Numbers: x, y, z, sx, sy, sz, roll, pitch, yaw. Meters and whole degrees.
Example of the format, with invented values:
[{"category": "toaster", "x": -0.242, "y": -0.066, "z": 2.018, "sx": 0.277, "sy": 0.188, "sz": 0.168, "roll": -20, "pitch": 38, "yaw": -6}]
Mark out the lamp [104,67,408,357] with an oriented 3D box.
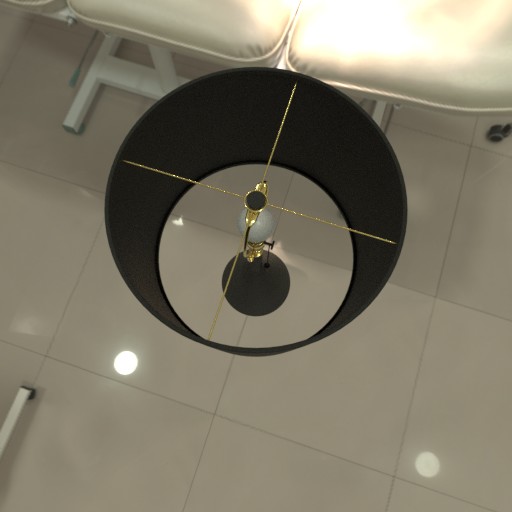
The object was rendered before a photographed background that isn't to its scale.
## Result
[{"category": "lamp", "x": 0.000, "y": 0.000, "z": 0.808, "sx": 0.359, "sy": 0.584, "sz": 0.359, "roll": 17, "pitch": 77, "yaw": 4}]
